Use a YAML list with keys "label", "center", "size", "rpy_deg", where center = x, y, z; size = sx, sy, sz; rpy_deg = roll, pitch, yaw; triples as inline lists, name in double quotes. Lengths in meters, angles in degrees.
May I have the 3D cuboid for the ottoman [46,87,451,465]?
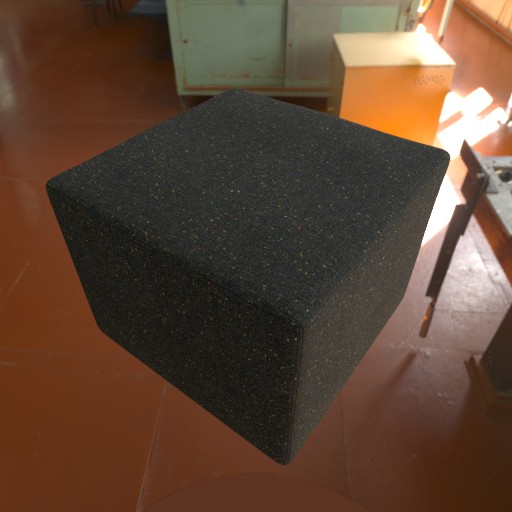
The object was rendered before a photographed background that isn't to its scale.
- label: "ottoman"
  center: [0.000, 0.000, 0.875]
  size: [0.508, 0.432, 0.508]
  rpy_deg: [27, 49, 26]
